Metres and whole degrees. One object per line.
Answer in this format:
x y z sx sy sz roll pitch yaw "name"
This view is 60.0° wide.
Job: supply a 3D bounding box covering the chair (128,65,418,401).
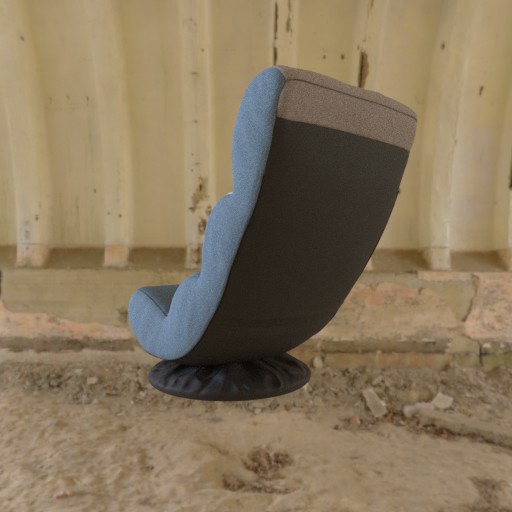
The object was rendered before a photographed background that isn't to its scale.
0.000 0.000 1.069 0.420 0.641 0.661 1 -1 -37 "chair"
